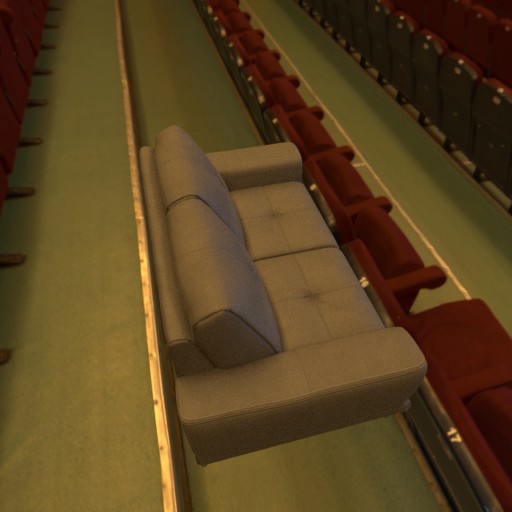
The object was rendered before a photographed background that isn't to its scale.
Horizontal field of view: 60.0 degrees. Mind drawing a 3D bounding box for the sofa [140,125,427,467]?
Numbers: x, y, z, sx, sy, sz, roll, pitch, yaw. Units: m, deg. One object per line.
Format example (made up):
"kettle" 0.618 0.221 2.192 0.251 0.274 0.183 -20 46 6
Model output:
"sofa" 0.000 0.000 2.339 1.018 0.907 1.806 -11 46 -10
